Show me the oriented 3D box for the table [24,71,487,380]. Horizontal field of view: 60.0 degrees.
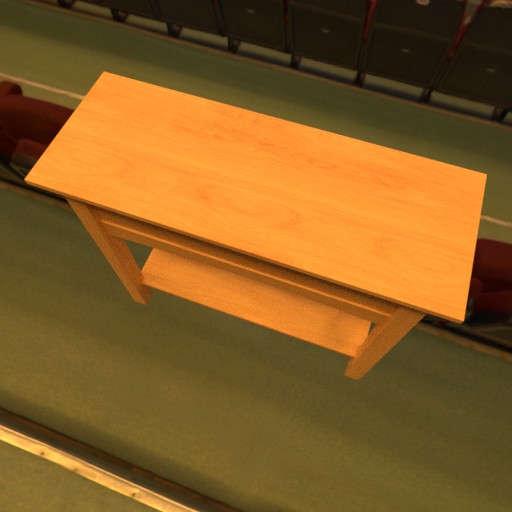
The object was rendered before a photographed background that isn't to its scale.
[{"bbox_3d":[0.000,0.000,1.244,0.900,0.728,0.340,18,64,9],"label":"table"}]
